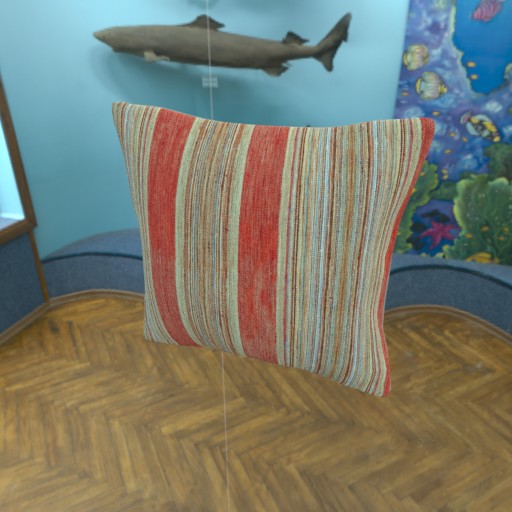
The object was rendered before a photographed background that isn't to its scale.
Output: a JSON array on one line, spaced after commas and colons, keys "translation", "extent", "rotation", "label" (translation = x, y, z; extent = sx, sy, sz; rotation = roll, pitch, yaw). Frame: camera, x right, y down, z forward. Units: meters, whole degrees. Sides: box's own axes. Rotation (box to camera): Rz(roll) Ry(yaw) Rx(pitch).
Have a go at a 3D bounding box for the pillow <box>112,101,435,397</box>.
[{"translation": [0.000, 0.000, 0.654], "extent": [0.437, 0.419, 0.136], "rotation": [9, 28, 17], "label": "pillow"}]
